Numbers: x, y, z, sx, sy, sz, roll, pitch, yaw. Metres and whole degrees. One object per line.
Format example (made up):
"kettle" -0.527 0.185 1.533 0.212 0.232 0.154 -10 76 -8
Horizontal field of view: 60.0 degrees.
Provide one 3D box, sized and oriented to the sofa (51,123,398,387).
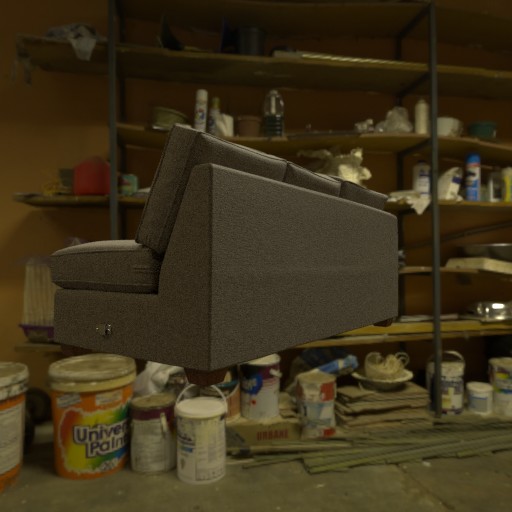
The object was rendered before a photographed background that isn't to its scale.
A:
"sofa" 0.000 0.000 2.572 1.034 0.946 1.963 -1 -1 36
